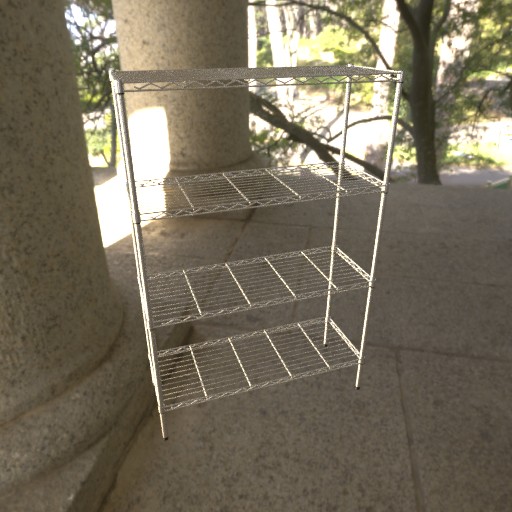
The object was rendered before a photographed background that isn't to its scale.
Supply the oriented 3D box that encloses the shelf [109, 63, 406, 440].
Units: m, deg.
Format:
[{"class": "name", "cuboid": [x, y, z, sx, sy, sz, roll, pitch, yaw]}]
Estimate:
[{"class": "shelf", "cuboid": [0.000, 0.000, 1.752, 0.907, 1.360, 0.352, -9, 28, -17]}]
